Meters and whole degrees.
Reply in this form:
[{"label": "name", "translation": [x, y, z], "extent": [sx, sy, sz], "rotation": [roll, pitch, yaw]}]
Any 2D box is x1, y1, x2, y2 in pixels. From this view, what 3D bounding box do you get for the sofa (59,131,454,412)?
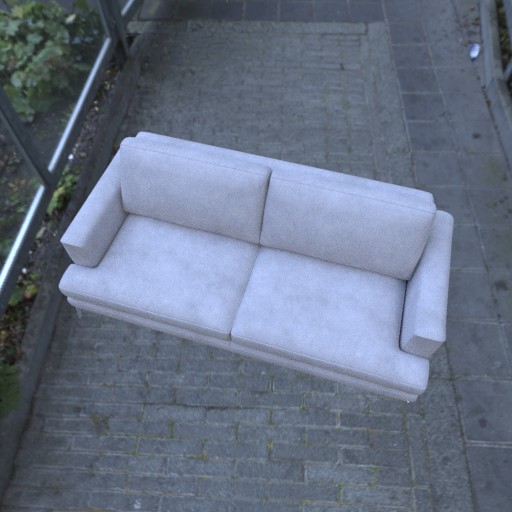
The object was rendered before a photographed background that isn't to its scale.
[{"label": "sofa", "translation": [0.000, 0.000, 2.475], "extent": [2.013, 0.830, 0.980], "rotation": [14, 58, 9]}]
